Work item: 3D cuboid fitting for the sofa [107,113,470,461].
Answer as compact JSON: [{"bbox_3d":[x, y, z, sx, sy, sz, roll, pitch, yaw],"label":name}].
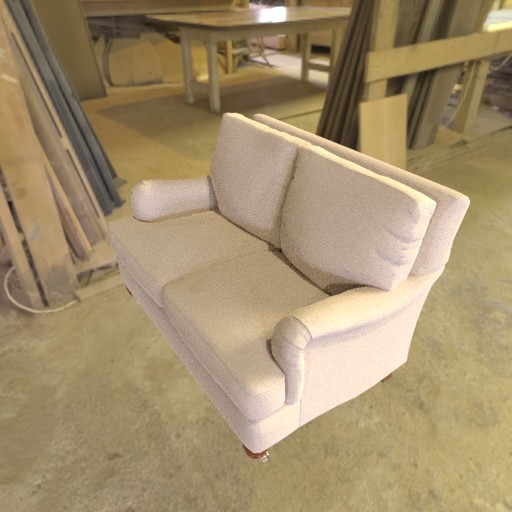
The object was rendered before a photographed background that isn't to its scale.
[{"bbox_3d":[0.000,0.000,2.223,1.087,1.048,1.508,-21,39,-28],"label":"sofa"}]
